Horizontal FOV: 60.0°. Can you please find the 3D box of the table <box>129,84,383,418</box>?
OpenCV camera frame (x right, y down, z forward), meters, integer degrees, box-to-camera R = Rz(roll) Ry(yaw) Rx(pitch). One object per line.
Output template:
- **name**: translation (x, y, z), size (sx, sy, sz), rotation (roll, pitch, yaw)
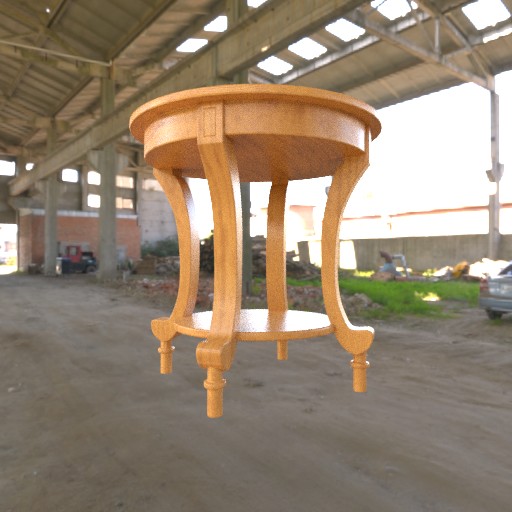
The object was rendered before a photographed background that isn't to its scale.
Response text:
- **table**: translation (0.000, 0.000, 1.085), size (0.597, 0.612, 0.597), rotation (0, 0, 0)
